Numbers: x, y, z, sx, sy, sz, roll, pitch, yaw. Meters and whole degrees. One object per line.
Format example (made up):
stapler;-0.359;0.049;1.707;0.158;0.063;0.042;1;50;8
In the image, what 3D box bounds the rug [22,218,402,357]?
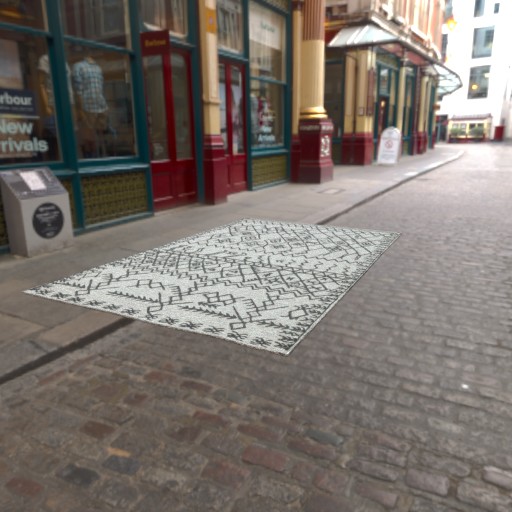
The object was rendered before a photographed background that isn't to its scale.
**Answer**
rug;0.000;0.000;4.771;2.393;0.019;3.824;8;17;26
